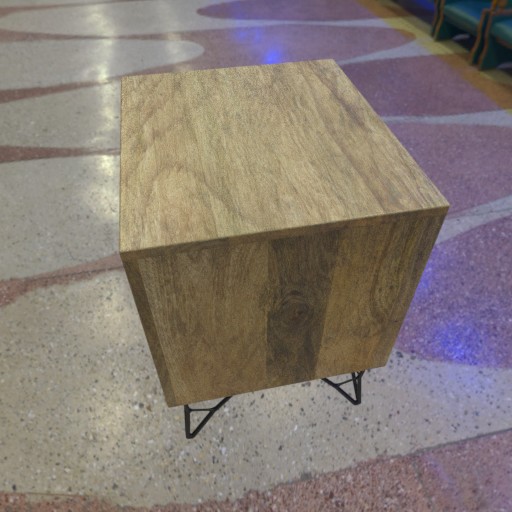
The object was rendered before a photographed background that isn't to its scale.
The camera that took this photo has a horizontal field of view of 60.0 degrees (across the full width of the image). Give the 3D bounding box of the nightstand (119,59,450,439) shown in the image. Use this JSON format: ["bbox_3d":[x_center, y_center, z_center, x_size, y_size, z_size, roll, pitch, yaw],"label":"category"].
[{"bbox_3d":[0.000,0.000,0.876,0.406,0.559,0.457,-8,46,-8],"label":"nightstand"}]
